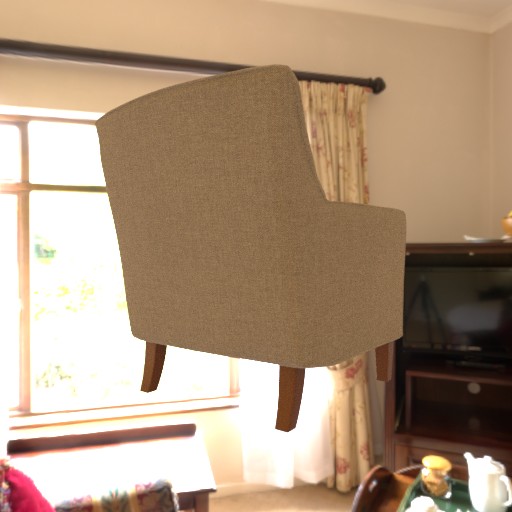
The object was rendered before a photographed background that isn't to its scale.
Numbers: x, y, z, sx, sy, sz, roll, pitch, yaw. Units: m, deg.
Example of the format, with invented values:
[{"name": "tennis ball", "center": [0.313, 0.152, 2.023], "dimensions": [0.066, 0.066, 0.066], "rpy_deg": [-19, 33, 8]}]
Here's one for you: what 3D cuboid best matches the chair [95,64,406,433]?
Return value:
[{"name": "chair", "center": [0.000, 0.000, 1.753], "dimensions": [0.887, 1.047, 0.993], "rpy_deg": [0, 0, 36]}]
